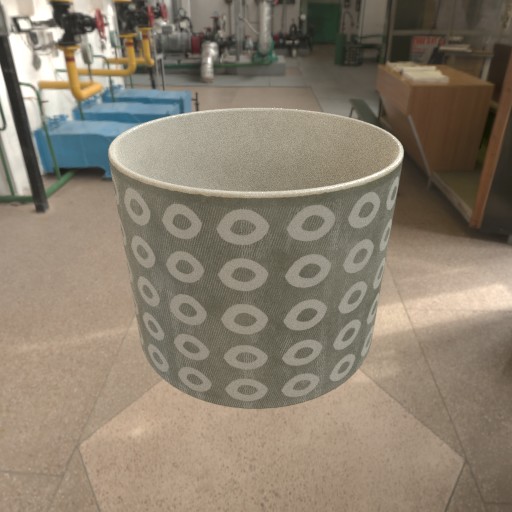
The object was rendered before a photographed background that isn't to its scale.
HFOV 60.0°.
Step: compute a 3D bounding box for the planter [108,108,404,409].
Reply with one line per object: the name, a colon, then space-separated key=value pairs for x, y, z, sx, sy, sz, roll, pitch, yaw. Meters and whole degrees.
planter: x=0.000 y=0.000 z=0.341 sx=0.190 sy=0.181 sz=0.190 roll=0 pitch=30 yaw=0
